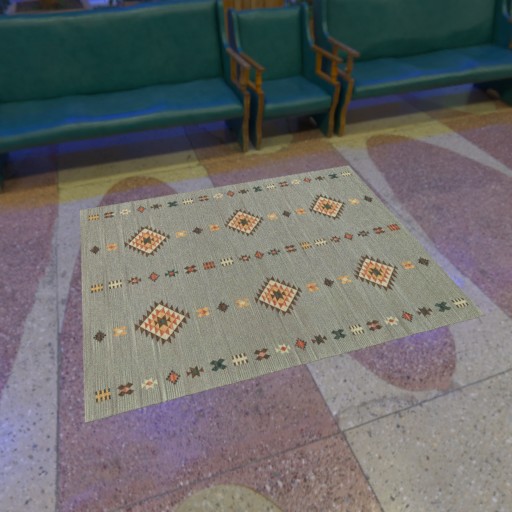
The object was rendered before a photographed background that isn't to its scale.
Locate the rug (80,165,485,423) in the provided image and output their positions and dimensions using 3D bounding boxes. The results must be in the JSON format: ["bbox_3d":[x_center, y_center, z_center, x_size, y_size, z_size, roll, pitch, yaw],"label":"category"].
[{"bbox_3d":[0.000,0.000,4.027,3.035,0.008,2.425,-12,43,-13],"label":"rug"}]
